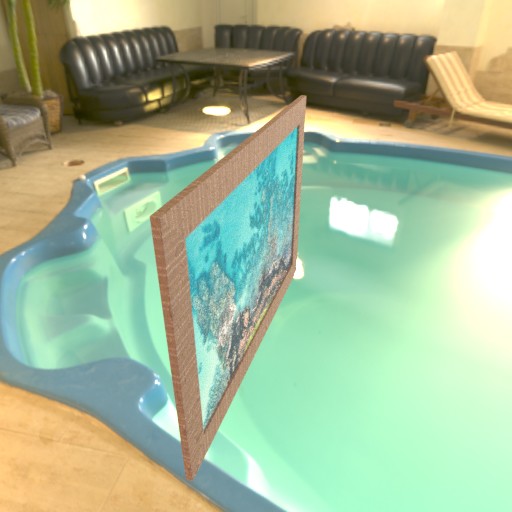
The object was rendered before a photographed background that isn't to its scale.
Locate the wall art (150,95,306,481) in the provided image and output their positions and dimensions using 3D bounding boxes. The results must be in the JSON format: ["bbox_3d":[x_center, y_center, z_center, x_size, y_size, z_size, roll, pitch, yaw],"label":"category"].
[{"bbox_3d":[0.000,0.000,1.380,0.020,0.761,1.056,10,33,16],"label":"wall art"}]
